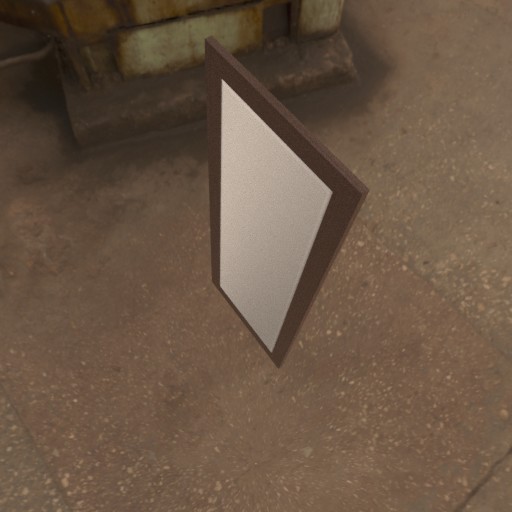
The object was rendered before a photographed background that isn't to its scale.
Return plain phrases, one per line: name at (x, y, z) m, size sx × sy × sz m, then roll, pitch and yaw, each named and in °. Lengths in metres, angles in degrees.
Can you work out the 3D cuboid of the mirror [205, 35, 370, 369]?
mirror at (0.000, 0.000, 2.316) m, size 0.221 × 2.020 × 0.812 m, roll -34°, pitch 69°, yaw -15°
